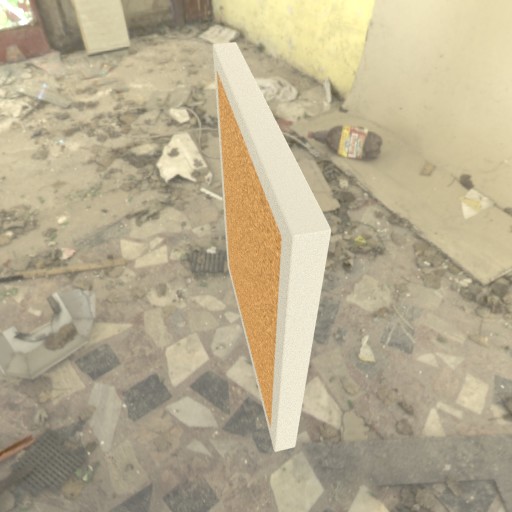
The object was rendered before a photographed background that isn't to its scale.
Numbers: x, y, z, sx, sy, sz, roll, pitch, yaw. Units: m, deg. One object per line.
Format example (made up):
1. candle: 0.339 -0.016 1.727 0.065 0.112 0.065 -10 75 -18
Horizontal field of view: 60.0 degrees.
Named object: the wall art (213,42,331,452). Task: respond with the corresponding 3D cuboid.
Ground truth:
1. wall art: 0.000 0.000 0.541 0.028 0.381 0.331 -9 47 -9
